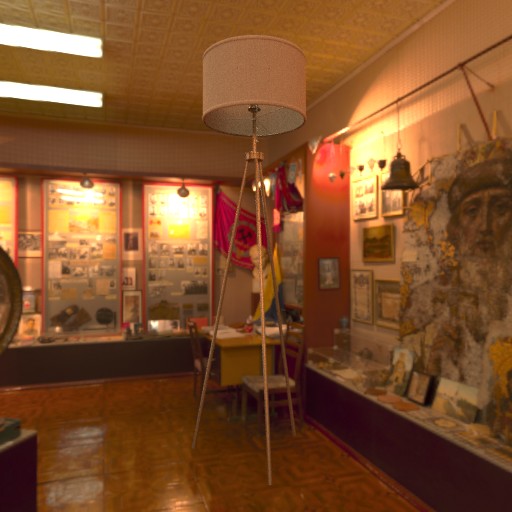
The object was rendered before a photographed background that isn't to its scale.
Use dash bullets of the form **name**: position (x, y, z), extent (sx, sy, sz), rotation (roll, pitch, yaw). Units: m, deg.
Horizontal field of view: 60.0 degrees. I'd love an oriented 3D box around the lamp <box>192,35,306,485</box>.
- **lamp**: position (0.000, 0.000, 1.721), extent (0.449, 1.545, 0.460), rotation (0, -1, -17)
